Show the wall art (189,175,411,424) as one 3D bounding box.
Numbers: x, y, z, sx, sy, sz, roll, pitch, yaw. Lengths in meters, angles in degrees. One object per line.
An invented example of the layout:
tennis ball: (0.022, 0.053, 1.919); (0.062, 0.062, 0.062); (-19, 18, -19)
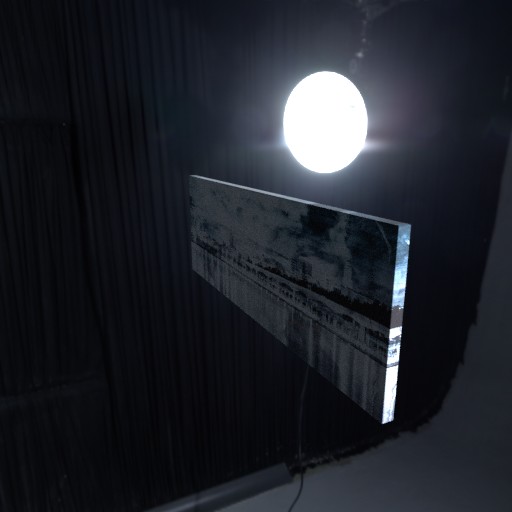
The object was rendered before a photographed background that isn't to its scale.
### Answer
wall art: (0.000, 0.000, 1.720); (0.037, 0.509, 1.524); (-7, 16, -25)
